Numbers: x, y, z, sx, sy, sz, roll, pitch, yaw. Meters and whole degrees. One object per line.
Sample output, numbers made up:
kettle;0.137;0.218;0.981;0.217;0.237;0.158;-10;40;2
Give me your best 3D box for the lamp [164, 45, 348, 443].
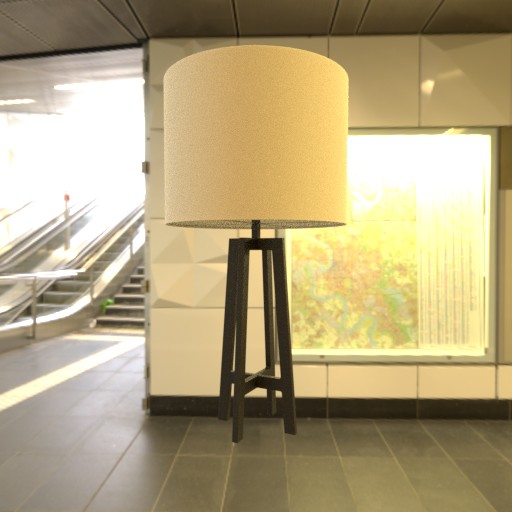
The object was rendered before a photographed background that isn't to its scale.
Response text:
lamp;0.000;0.000;0.634;0.257;0.489;0.257;0;1;-18
